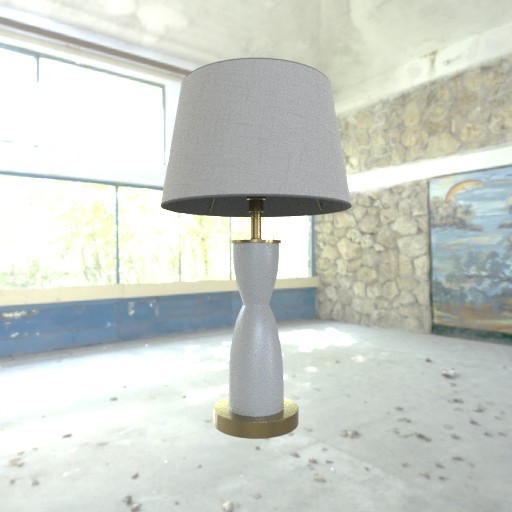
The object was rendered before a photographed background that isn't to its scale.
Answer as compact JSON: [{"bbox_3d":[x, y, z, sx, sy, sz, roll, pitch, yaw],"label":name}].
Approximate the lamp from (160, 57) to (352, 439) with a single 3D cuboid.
[{"bbox_3d":[0.000,0.000,0.730,0.309,0.545,0.309,0,0,0],"label":"lamp"}]
